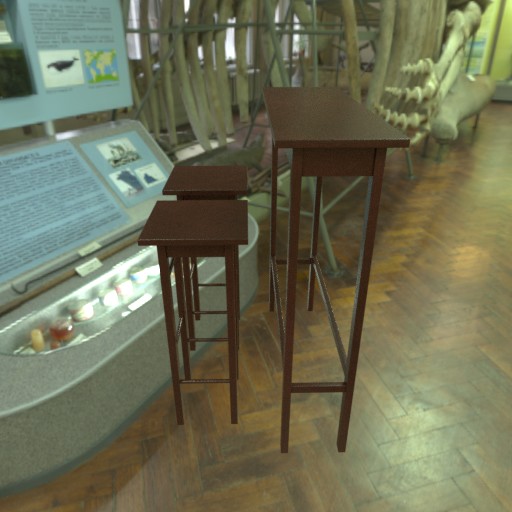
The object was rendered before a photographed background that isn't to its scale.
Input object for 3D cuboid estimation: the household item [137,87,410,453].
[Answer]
[{"bbox_3d":[0.000,0.000,1.641,0.676,1.067,0.914,-1,28,-1],"label":"household item"}]
